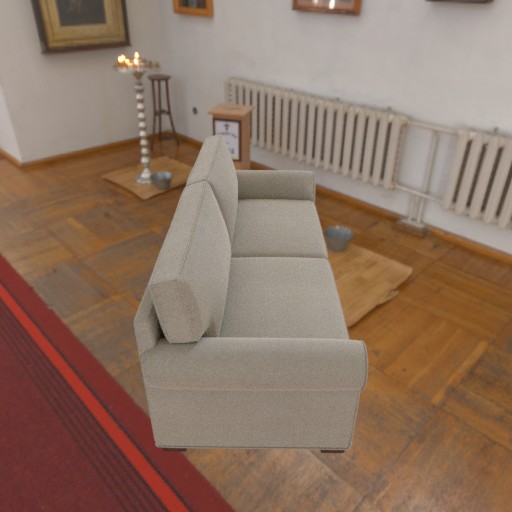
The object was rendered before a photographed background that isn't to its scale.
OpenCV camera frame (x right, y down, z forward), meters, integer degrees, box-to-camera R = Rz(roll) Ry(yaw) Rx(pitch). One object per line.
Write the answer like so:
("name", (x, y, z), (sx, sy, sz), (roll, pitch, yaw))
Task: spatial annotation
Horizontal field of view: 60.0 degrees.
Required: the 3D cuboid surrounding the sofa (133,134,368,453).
("sofa", (0.000, 0.000, 2.645), (0.901, 0.962, 2.146), (0, 30, 1))
